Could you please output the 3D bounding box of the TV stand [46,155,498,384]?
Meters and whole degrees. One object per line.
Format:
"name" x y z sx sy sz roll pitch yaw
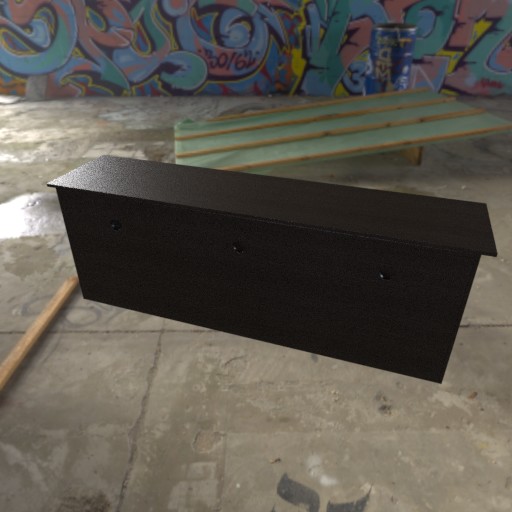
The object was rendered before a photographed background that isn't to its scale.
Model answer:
"TV stand" 0.000 0.000 1.989 1.778 0.610 0.406 10 33 16
